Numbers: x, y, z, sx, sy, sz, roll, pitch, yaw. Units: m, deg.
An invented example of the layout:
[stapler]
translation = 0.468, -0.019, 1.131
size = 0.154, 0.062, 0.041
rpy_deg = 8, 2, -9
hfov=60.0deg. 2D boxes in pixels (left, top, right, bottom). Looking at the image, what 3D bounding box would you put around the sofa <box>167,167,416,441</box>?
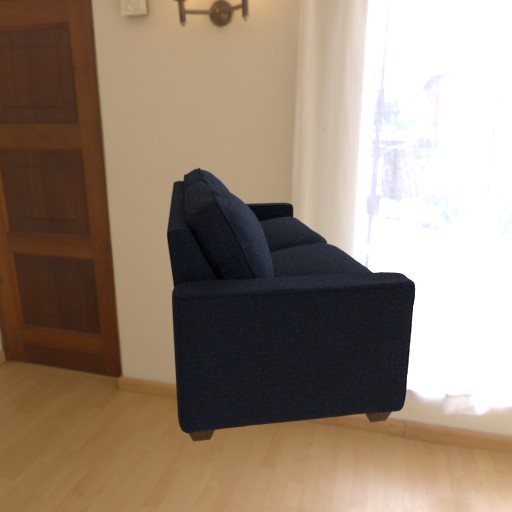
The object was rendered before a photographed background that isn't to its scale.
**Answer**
[sofa]
translation = 0.000, 0.000, 2.589
size = 0.940, 0.919, 2.080
rpy_deg = -2, 15, -9
